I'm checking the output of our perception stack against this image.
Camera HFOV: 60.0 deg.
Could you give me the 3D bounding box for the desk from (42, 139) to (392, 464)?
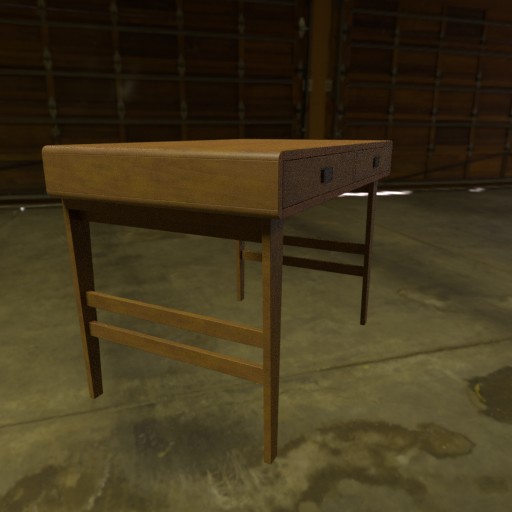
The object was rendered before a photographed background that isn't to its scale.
[{"bbox_3d":[0.000,0.000,1.522,0.660,0.754,1.066,8,18,26],"label":"desk"}]
